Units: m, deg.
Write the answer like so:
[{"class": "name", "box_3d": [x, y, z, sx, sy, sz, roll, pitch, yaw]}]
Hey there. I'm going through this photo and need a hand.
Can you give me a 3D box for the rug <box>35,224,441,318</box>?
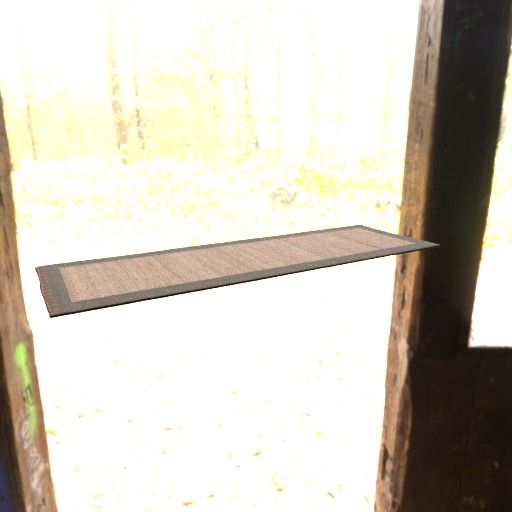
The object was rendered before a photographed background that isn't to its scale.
[{"class": "rug", "box_3d": [0.000, 0.000, 2.725, 2.413, 0.016, 0.810, -9, 18, -28]}]
